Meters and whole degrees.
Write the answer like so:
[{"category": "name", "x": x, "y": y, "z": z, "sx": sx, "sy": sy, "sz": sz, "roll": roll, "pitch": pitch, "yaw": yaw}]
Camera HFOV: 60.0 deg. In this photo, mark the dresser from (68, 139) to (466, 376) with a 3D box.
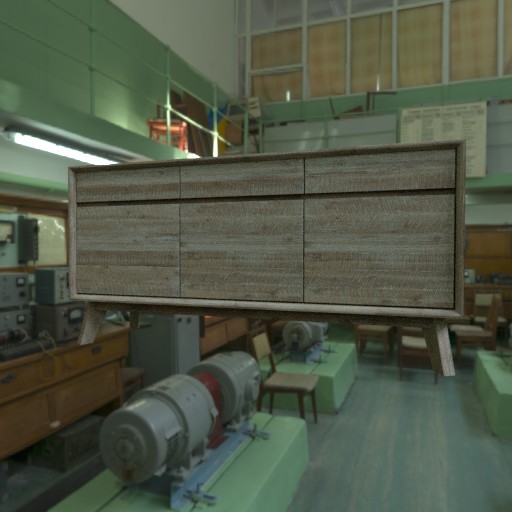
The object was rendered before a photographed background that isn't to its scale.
[{"category": "dresser", "x": 0.000, "y": 0.000, "z": 1.929, "sx": 1.602, "sy": 0.788, "sz": 0.455, "roll": 0, "pitch": 1, "yaw": 19}]
